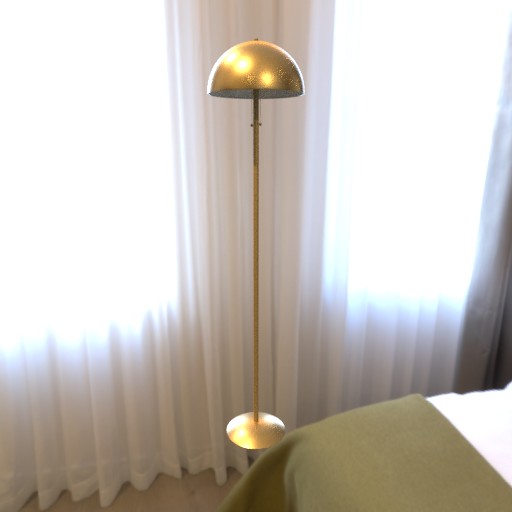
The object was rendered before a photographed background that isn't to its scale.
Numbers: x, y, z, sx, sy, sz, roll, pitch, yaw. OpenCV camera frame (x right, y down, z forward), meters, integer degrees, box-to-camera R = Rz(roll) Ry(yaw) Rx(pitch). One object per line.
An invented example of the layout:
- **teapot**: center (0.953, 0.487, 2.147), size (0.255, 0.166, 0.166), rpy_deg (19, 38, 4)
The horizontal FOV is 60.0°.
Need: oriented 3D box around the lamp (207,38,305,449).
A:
- **lamp**: center (0.000, 0.000, 1.646), size (0.328, 1.480, 0.328), rpy_deg (-13, 19, -42)
